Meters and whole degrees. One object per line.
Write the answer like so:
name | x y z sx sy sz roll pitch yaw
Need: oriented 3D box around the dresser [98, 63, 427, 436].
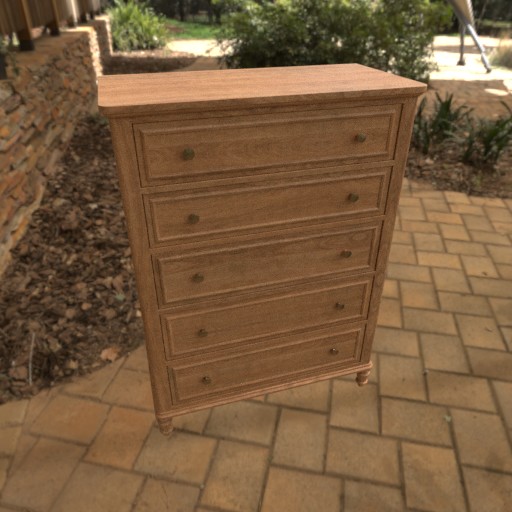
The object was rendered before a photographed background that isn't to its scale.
dresser | 0.000 0.000 1.765 0.973 1.318 0.484 -9 32 -15
